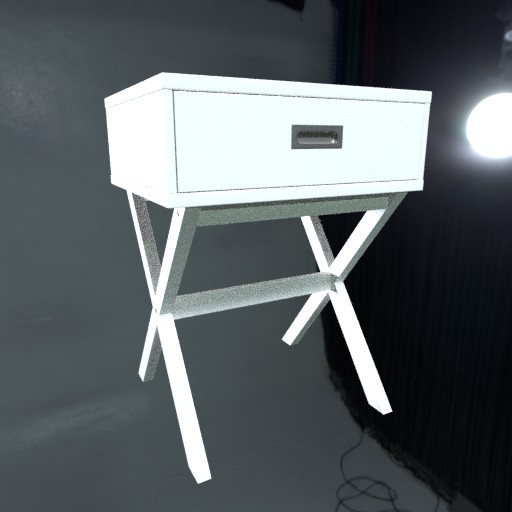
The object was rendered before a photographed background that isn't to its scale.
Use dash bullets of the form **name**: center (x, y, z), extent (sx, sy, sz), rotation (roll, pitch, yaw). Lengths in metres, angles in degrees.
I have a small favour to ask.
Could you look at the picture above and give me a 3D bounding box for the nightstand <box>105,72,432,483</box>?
- **nightstand**: center (0.000, 0.000, 0.910), extent (0.479, 0.623, 0.402), rotation (-8, 16, -27)
